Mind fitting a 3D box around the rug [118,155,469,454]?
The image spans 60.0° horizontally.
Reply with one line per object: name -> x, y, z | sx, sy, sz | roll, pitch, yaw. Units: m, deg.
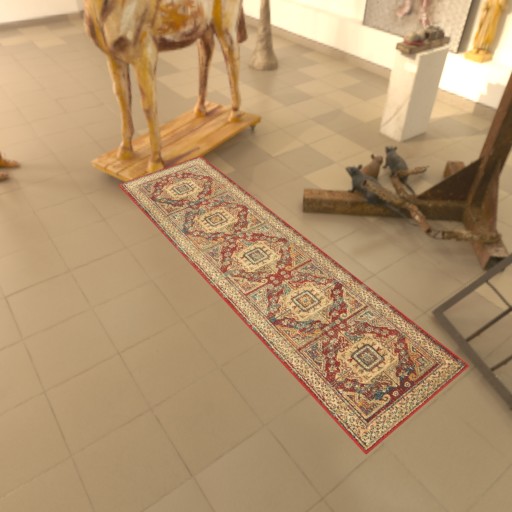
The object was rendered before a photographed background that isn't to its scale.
rug -> 0.000, 0.000, 2.502 | 0.659, 0.015, 2.292 | -26, 48, -26
